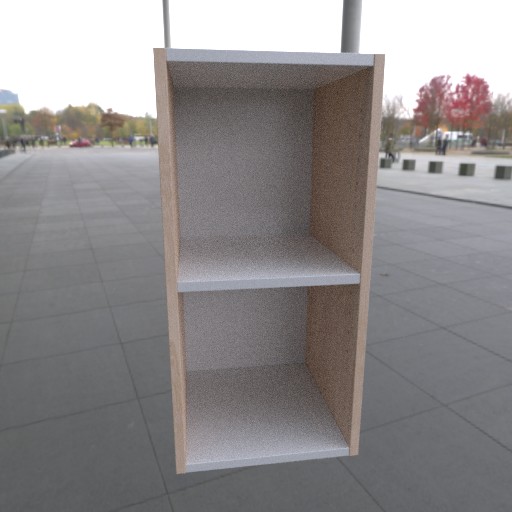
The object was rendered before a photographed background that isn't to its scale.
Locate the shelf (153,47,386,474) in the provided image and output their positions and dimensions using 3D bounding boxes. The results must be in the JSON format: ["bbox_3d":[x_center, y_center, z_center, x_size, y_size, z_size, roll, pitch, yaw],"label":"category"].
[{"bbox_3d":[0.000,0.000,0.756,0.290,0.594,0.297,-2,15,-8],"label":"shelf"}]
